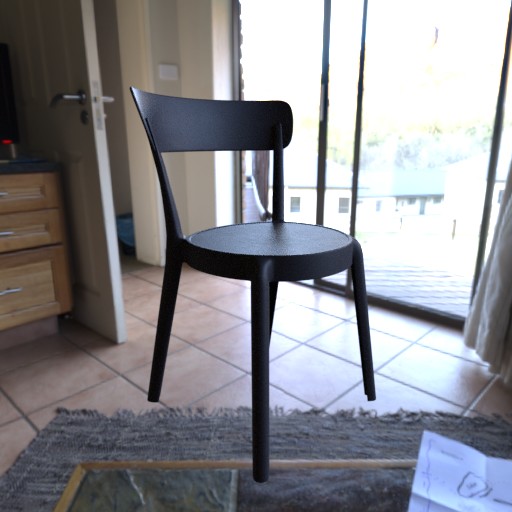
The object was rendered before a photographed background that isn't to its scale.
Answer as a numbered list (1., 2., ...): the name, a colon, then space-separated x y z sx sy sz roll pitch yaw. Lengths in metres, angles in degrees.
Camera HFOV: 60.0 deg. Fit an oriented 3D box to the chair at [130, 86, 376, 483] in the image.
1. chair: 0.000 0.000 1.118 0.506 0.790 0.491 -14 20 -43
